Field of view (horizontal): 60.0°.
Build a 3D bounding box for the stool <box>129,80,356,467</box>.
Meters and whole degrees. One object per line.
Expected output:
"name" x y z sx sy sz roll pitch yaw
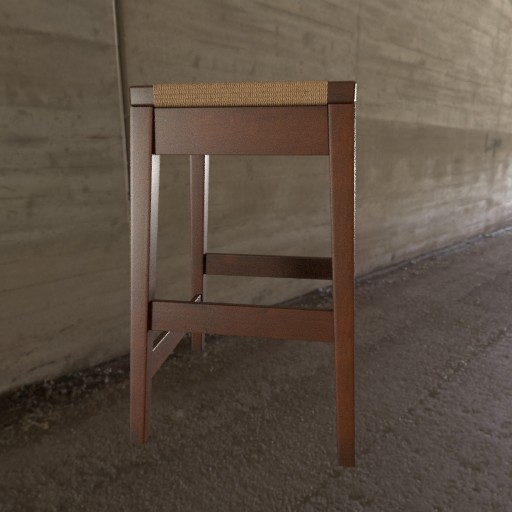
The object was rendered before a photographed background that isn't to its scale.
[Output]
"stool" 0.000 0.000 1.110 0.497 0.762 0.507 2 14 9
